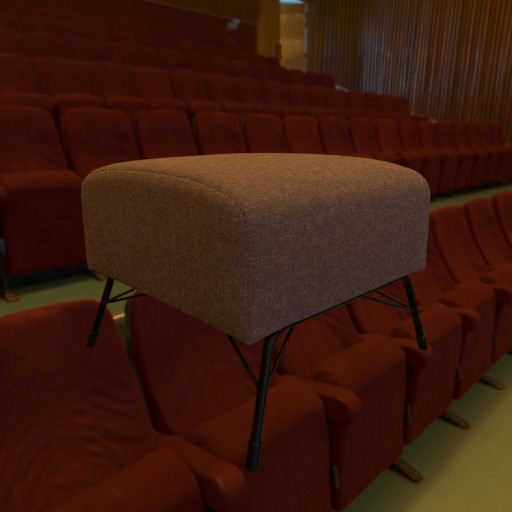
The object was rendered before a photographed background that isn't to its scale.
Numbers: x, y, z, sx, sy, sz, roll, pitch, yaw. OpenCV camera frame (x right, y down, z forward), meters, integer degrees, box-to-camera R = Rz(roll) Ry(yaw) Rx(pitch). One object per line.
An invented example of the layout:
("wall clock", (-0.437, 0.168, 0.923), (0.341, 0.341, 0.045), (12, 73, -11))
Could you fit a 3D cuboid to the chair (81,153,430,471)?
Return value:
("chair", (0.000, 0.000, 0.910), (0.530, 0.410, 0.530), (-14, 20, -42))
